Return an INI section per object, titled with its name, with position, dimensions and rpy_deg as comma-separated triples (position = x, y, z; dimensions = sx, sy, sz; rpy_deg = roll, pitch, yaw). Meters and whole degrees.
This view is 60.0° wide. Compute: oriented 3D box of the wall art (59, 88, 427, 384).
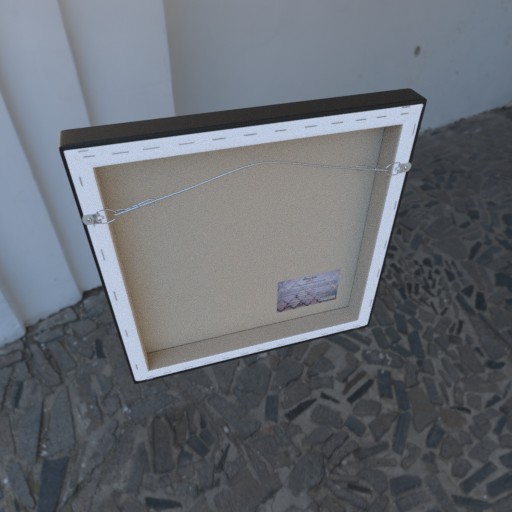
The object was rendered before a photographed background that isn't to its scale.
[wall art]
position = 0.000, 0.000, 0.612
dimensions = 0.406, 0.407, 0.041
rpy_deg = -11, 42, -13
